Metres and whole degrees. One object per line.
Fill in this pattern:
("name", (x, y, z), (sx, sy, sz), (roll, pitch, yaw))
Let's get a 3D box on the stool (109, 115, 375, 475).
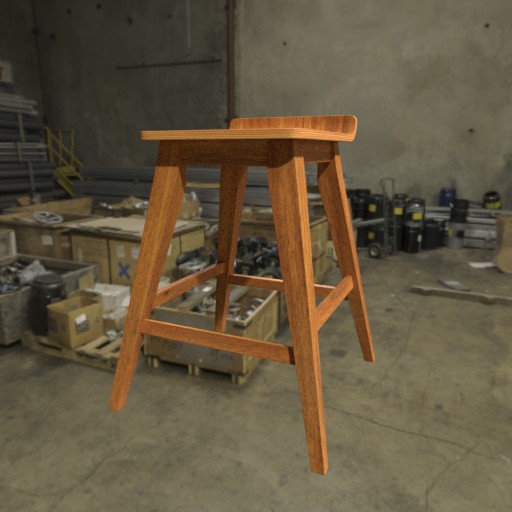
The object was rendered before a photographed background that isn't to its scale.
("stool", (0.000, 0.000, 1.040), (0.500, 0.650, 0.500), (6, 15, 24))
